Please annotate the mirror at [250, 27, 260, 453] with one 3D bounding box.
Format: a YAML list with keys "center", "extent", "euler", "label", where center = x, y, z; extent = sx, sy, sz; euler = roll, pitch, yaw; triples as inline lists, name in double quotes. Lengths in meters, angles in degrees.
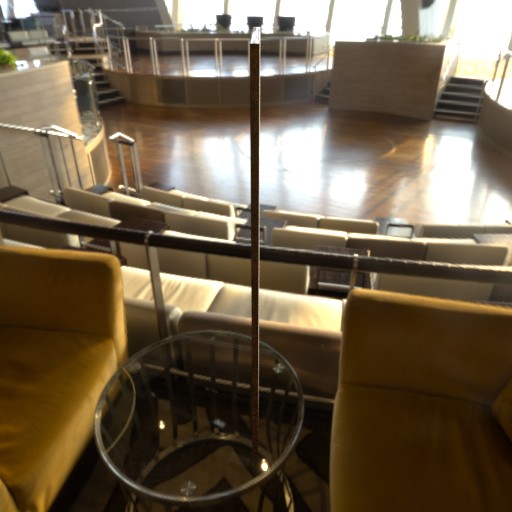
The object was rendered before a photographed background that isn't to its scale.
- center: [0.000, 0.000, 2.260]
  extent: [0.032, 2.031, 0.812]
  euler: [0, 31, 0]
  label: "mirror"
